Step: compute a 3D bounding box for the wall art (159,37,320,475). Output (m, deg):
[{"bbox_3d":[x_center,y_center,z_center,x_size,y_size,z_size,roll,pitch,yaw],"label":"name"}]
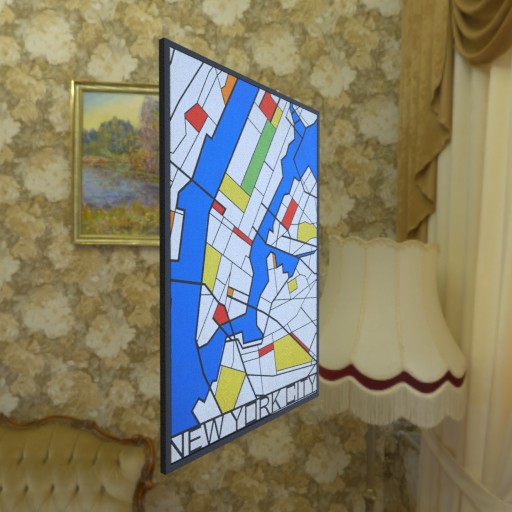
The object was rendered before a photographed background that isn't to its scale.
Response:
[{"bbox_3d":[0.000,0.000,0.853,0.013,0.660,0.460,1,1,38],"label":"wall art"}]
